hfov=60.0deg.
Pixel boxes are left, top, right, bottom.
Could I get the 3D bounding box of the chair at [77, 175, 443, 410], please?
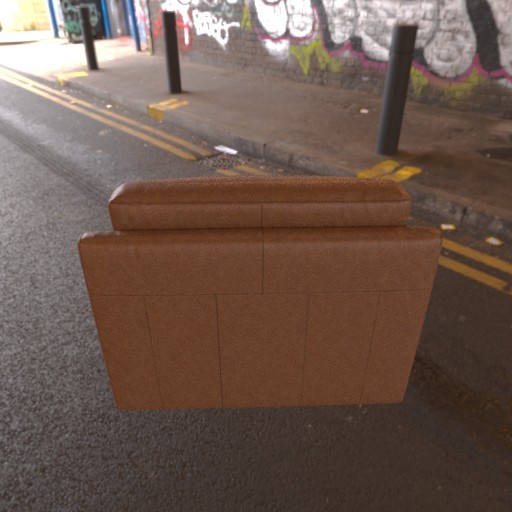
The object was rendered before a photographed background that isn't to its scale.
[{"bbox_3d":[0.000,0.000,2.032,1.276,0.978,1.050,-1,31,-2],"label":"chair"}]
